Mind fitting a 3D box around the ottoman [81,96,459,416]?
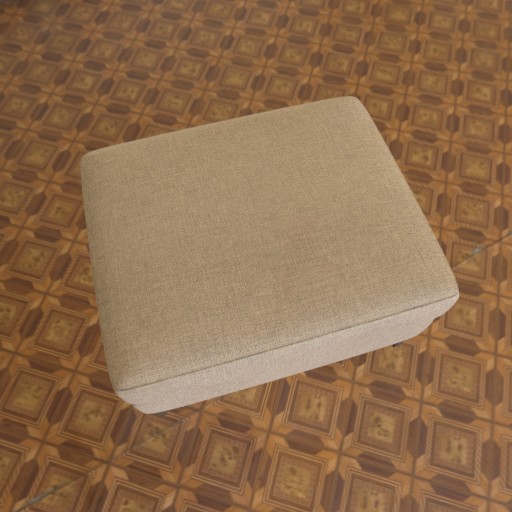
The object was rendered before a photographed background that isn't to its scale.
[{"bbox_3d":[0.000,0.000,1.255,0.820,0.490,0.671,-14,64,-7],"label":"ottoman"}]
